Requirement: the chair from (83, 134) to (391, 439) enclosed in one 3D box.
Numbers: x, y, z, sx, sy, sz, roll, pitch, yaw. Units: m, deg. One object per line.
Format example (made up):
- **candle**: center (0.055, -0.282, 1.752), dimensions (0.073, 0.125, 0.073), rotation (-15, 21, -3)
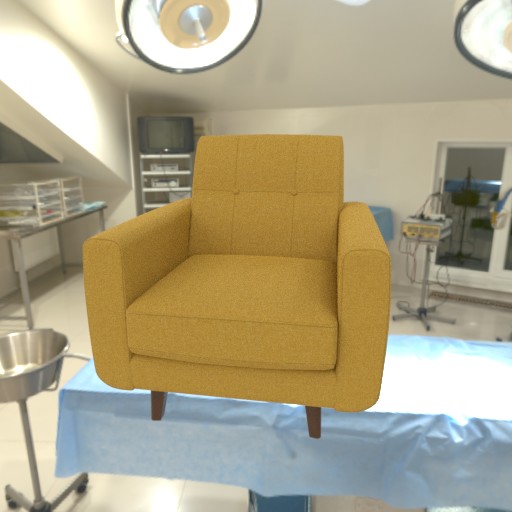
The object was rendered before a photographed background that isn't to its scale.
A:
- **chair**: center (0.000, 0.000, 1.572), dimensions (0.831, 0.841, 0.909), rotation (3, 15, 10)
